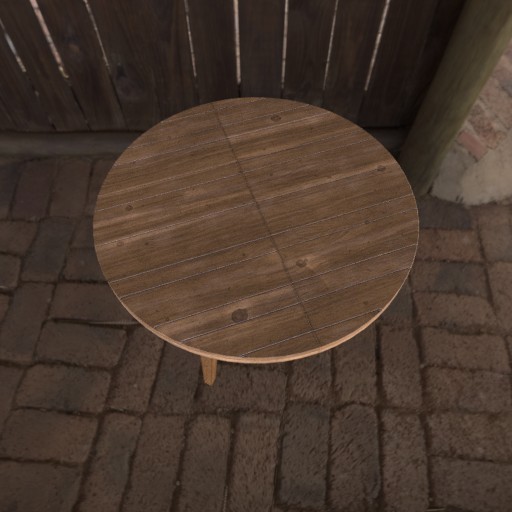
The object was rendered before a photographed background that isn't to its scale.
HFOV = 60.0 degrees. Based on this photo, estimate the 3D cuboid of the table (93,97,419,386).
[{"bbox_3d":[0.000,0.000,2.005,1.213,0.764,1.213,0,58,0],"label":"table"}]
